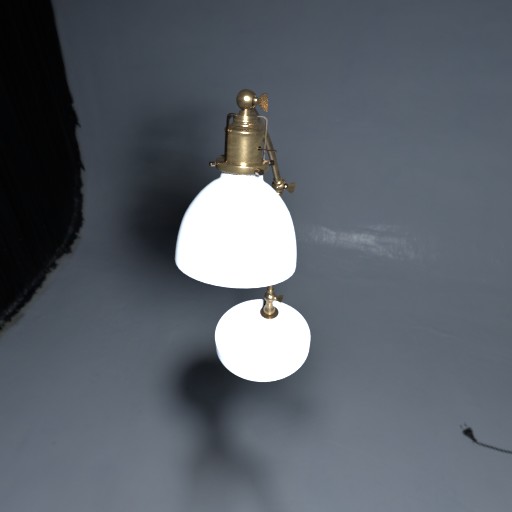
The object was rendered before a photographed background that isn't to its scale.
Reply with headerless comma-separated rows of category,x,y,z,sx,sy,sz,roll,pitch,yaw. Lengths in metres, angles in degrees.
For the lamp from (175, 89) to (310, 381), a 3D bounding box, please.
lamp,0.000,0.000,0.678,0.186,0.522,0.317,10,41,12
